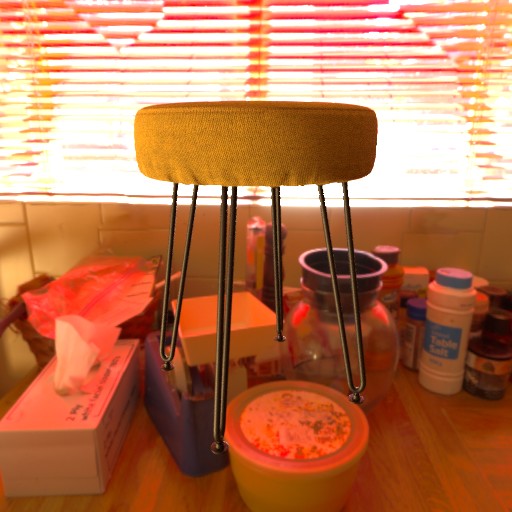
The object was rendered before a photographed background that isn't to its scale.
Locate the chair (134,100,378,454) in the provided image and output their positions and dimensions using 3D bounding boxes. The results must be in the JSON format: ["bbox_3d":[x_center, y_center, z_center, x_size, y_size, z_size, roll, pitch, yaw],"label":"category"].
[{"bbox_3d":[0.000,0.000,0.699,0.345,0.455,0.345,-9,18,-27],"label":"chair"}]
